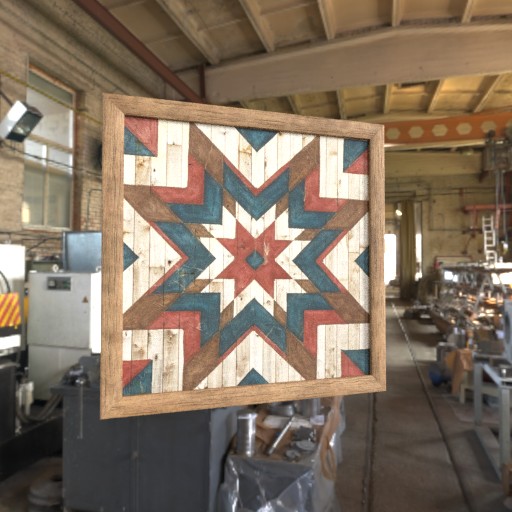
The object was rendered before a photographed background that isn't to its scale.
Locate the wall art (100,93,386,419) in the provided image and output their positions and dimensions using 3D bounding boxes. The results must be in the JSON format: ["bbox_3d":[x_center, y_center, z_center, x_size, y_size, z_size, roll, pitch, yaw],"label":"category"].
[{"bbox_3d":[0.000,0.000,1.055,0.695,0.691,0.029,0,-1,-18],"label":"wall art"}]
